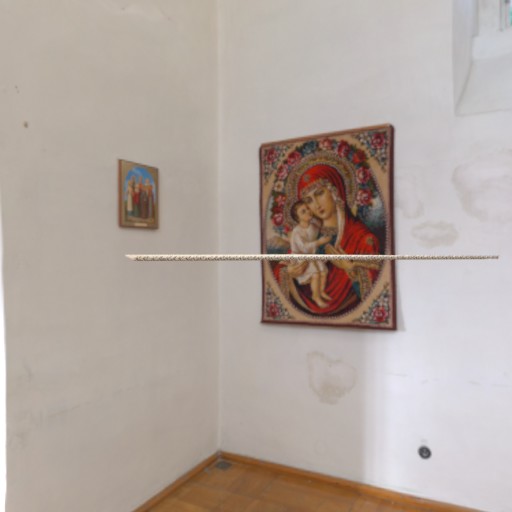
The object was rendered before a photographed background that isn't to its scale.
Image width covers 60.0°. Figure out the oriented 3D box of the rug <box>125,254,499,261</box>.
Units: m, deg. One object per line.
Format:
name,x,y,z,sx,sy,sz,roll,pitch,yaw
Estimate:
rug,0.000,0.000,2.200,1.223,0.015,1.771,0,0,-17
